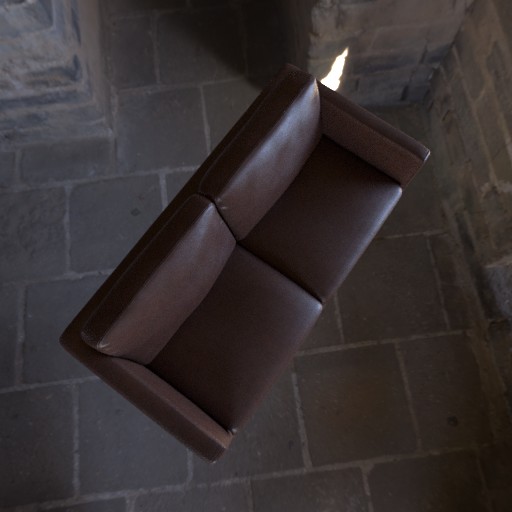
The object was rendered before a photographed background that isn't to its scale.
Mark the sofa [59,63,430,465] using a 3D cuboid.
[{"bbox_3d":[0.000,0.000,2.440,0.951,0.933,1.883,35,78,9],"label":"sofa"}]
